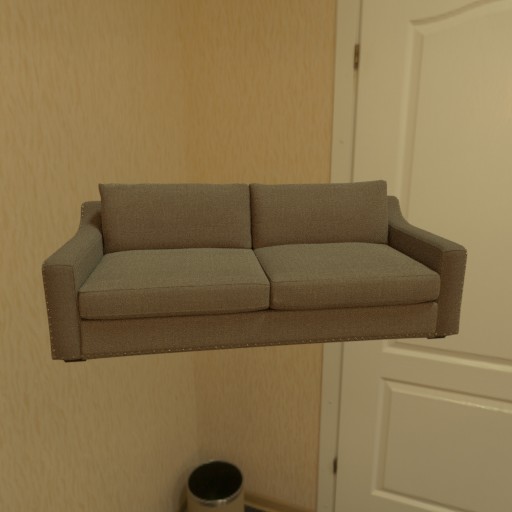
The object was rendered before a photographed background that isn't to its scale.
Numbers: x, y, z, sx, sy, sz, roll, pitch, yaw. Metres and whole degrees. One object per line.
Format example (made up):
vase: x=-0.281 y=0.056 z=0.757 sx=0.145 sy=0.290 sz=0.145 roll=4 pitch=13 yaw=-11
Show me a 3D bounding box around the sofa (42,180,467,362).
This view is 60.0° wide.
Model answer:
sofa: x=0.000 y=0.000 z=2.721 sx=2.208 sy=0.857 sz=1.000 roll=-2 pitch=15 yaw=-8
